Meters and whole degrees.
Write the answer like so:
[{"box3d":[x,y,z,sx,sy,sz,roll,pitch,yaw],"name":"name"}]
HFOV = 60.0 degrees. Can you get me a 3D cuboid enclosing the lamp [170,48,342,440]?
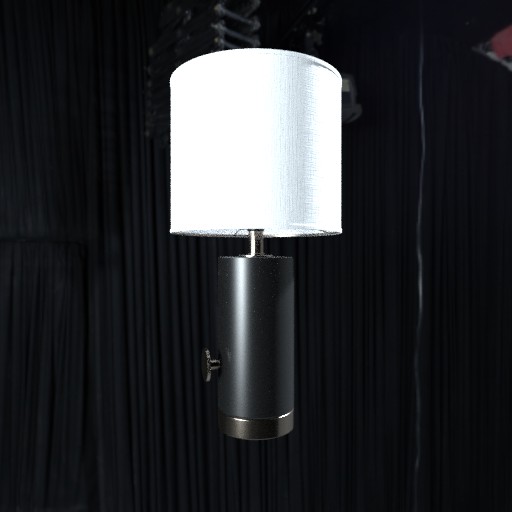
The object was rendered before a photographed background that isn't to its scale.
[{"box3d":[0.000,0.000,0.634,0.240,0.482,0.241,0,0,-18],"name":"lamp"}]
